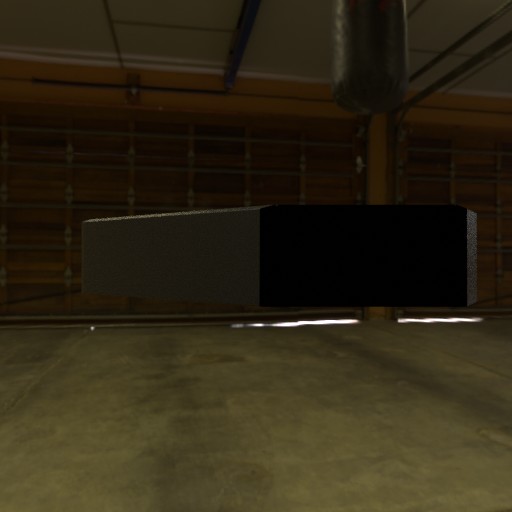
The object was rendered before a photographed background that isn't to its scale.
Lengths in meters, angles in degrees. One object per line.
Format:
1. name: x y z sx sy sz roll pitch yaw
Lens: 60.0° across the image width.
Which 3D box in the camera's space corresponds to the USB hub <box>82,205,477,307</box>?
1. USB hub: 0.000 0.000 0.128 0.110 0.023 0.044 0 0 35
